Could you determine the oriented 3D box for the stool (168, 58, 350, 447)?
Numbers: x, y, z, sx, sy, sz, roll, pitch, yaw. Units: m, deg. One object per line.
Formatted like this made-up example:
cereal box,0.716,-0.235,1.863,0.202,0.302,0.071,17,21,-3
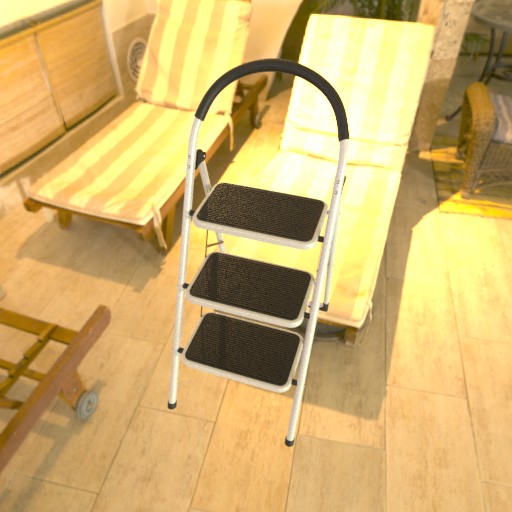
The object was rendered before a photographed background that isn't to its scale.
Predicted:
stool,0.000,0.000,1.462,0.485,1.109,0.676,12,44,13
